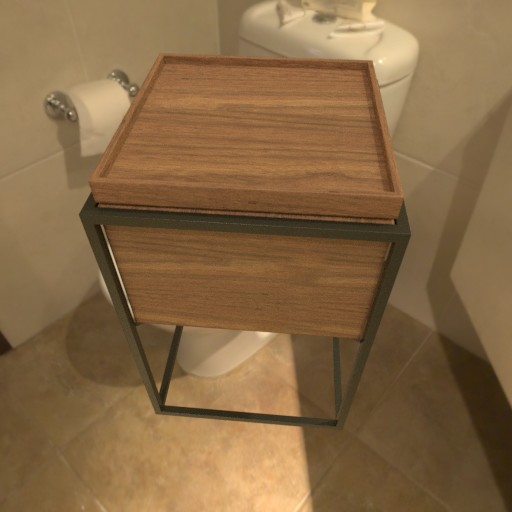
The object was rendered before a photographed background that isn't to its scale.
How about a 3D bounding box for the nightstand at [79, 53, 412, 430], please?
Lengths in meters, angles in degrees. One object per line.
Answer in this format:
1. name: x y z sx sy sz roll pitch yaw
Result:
1. nightstand: 0.000 0.000 0.852 0.397 0.607 0.397 4 47 3
